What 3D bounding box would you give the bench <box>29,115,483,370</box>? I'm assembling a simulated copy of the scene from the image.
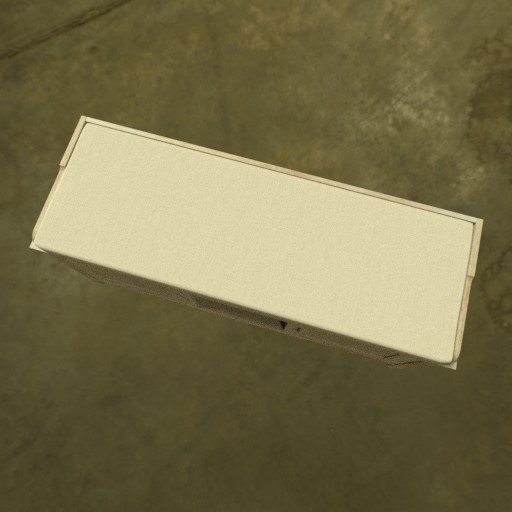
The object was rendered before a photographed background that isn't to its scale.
[{"bbox_3d":[0.000,0.000,1.382,1.140,0.501,0.398,15,75,4],"label":"bench"}]
